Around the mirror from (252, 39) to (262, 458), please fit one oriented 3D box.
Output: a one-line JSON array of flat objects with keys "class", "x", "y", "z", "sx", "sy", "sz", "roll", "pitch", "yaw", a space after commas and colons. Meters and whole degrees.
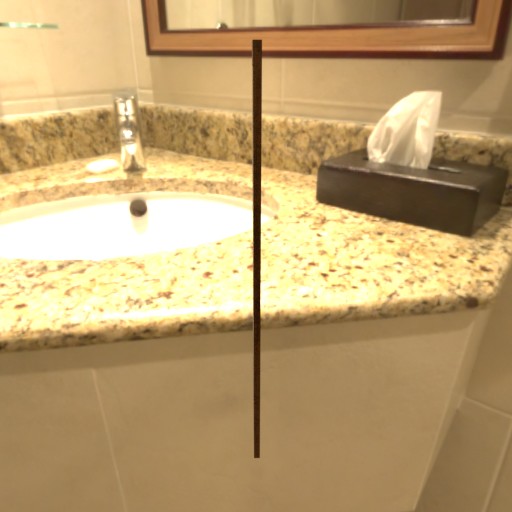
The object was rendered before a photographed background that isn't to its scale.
[{"class": "mirror", "x": 0.000, "y": 0.000, "z": 2.322, "sx": 0.032, "sy": 2.031, "sz": 0.812, "roll": 0, "pitch": 26, "yaw": -1}]
